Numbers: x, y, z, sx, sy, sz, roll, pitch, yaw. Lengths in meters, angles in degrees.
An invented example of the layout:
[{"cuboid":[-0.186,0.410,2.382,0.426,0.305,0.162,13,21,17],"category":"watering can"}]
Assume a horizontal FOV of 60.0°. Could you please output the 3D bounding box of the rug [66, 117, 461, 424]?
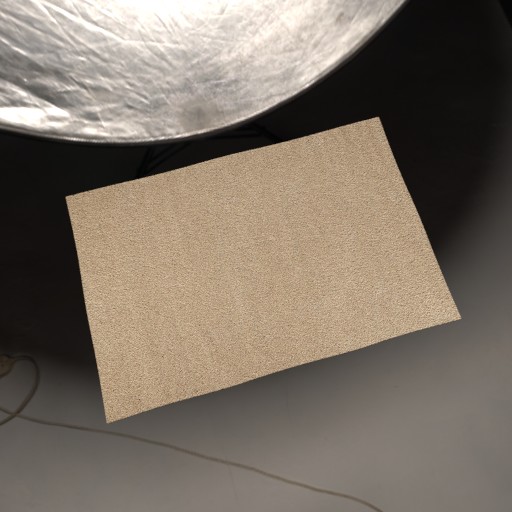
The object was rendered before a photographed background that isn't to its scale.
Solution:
[{"cuboid":[0.000,0.000,3.471,2.699,0.025,1.800,-15,75,-4],"category":"rug"}]
